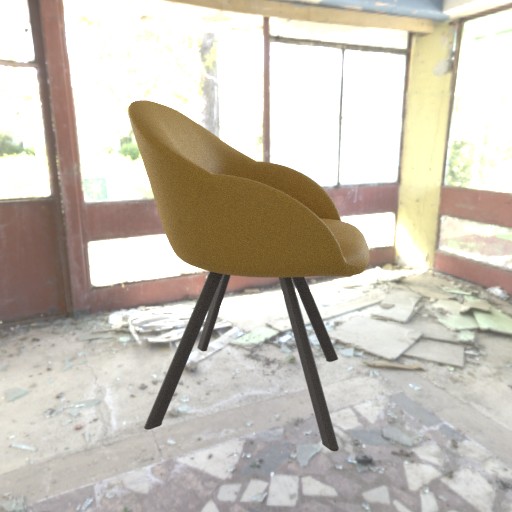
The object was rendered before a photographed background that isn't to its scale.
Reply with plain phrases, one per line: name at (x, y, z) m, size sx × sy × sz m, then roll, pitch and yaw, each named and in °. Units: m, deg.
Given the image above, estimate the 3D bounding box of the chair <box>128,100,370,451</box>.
chair at (0.000, 0.000, 1.184) m, size 0.583 × 0.793 × 0.551 m, roll 3°, pitch 15°, yaw 10°
